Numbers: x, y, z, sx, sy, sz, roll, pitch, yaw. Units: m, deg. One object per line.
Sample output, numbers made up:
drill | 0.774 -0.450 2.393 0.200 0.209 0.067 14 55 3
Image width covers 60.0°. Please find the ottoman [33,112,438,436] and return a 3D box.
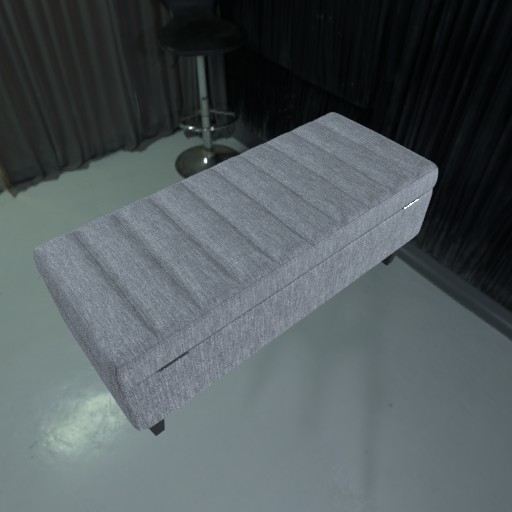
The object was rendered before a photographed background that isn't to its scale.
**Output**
ottoman | 0.000 0.000 1.423 1.151 0.469 0.482 -31 53 -26
